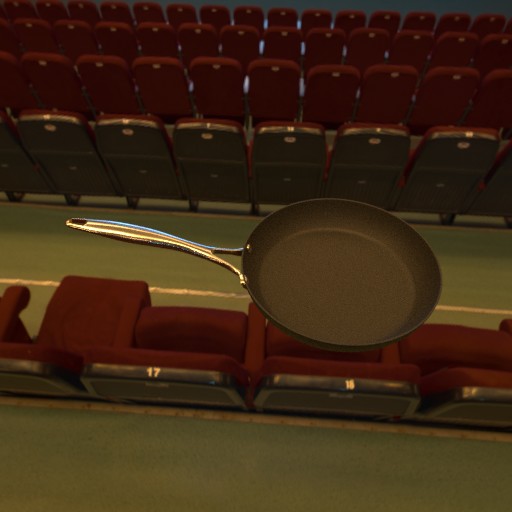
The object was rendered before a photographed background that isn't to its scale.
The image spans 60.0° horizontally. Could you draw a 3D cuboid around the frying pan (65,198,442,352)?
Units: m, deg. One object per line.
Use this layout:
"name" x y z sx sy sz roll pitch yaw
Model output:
"frying pan" 0.000 0.000 0.577 0.472 0.105 0.255 3 46 3
